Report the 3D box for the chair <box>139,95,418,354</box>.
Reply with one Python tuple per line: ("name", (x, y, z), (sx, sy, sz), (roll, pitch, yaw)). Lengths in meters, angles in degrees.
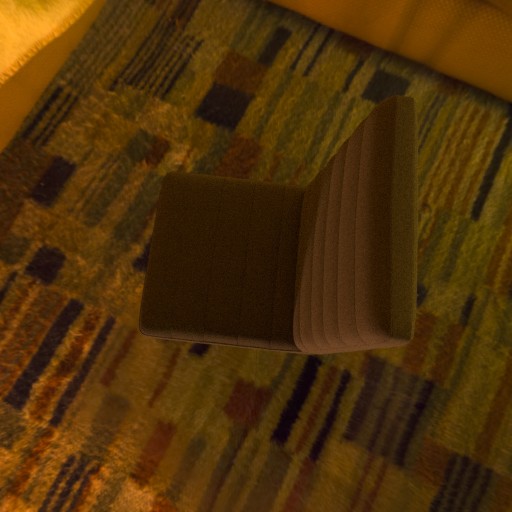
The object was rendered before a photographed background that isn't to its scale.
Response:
("chair", (0.000, 0.000, 1.289), (0.634, 0.930, 0.520), (6, 75, 2))
